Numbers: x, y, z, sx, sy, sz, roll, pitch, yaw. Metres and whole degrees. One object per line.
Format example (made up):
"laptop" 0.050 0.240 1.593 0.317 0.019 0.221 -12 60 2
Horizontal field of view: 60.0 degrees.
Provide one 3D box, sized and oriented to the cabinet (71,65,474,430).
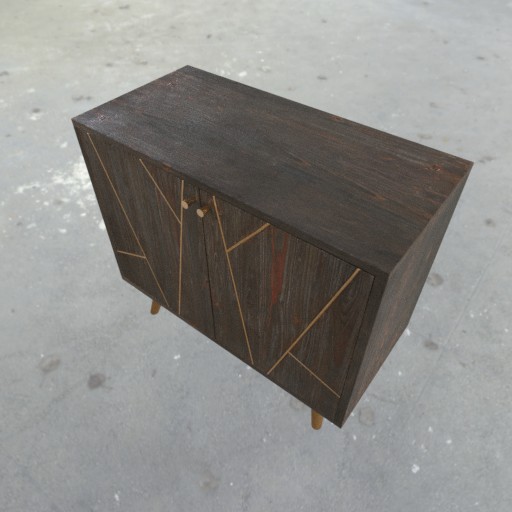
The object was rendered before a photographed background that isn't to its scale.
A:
"cabinet" 0.000 0.000 1.538 1.023 0.897 0.529 29 52 25
